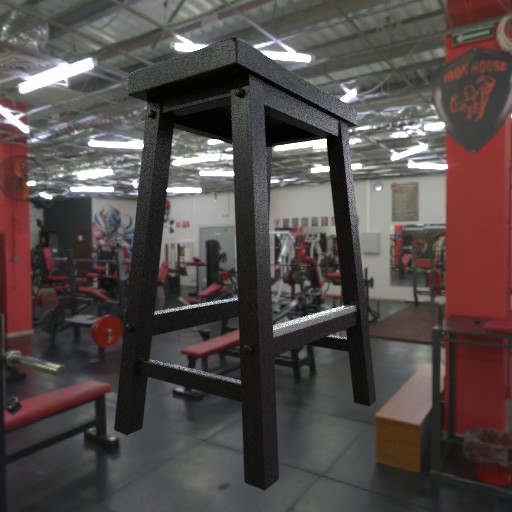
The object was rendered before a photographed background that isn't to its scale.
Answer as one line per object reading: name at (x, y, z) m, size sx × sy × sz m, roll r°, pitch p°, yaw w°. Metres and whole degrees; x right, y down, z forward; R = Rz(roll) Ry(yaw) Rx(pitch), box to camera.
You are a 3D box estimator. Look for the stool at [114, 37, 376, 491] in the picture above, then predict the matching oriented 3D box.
stool at (0.000, 0.000, 0.837) m, size 0.322 × 0.610 × 0.406 m, roll 1°, pitch 3°, yaw 36°
